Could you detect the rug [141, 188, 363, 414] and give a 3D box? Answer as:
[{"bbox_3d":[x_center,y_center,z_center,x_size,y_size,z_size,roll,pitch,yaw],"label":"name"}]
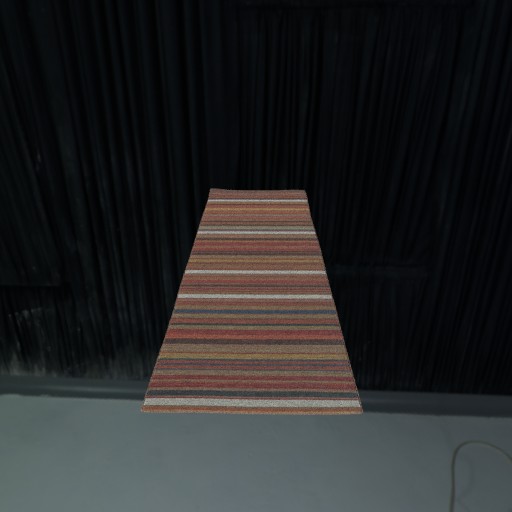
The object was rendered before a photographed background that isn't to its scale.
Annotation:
[{"bbox_3d":[0.000,0.000,2.663,0.799,0.030,2.444,0,27,1],"label":"rug"}]
